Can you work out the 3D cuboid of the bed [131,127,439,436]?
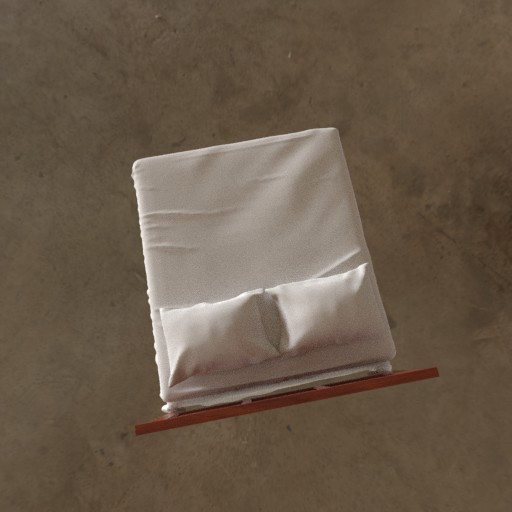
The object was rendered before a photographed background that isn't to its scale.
[{"bbox_3d":[0.000,0.000,3.229,1.870,1.270,2.050,-10,75,-3],"label":"bed"}]
